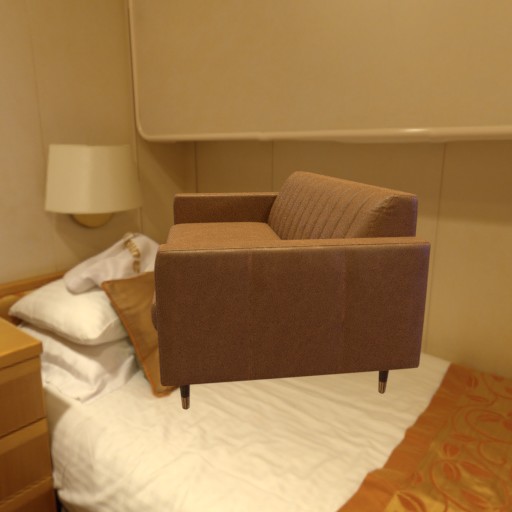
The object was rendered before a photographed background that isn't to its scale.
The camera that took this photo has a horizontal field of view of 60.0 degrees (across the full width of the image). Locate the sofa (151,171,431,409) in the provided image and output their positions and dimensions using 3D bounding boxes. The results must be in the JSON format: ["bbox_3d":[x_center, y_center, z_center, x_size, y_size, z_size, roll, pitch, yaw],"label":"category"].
[{"bbox_3d":[0.000,0.000,2.406,0.993,0.821,1.847,-2,14,-8],"label":"sofa"}]
